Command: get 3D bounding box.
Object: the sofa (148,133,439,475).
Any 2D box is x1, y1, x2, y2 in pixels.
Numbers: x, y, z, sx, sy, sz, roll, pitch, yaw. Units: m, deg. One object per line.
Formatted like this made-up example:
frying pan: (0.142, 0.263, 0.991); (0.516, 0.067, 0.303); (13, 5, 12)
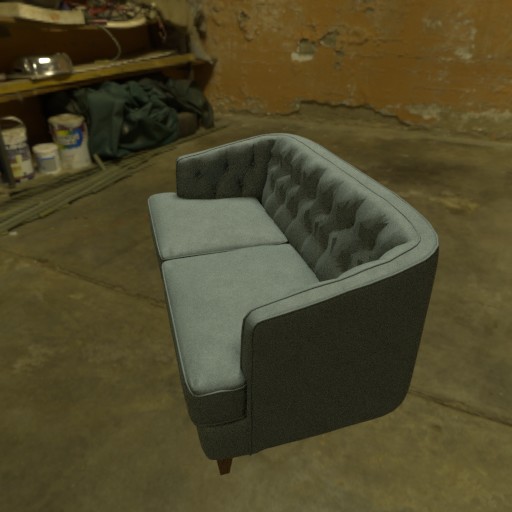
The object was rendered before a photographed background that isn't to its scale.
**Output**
sofa: (0.000, 0.000, 2.176); (0.941, 0.855, 1.733); (-8, 30, -14)
